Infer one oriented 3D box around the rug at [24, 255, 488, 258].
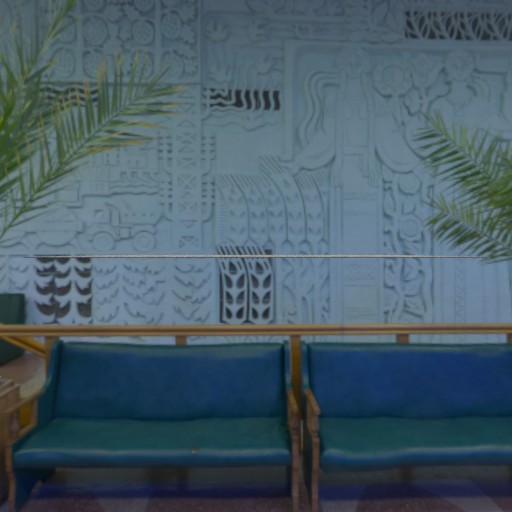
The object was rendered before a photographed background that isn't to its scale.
[{"bbox_3d":[0.000,0.000,4.101,3.035,0.008,2.425,0,0,0],"label":"rug"}]
